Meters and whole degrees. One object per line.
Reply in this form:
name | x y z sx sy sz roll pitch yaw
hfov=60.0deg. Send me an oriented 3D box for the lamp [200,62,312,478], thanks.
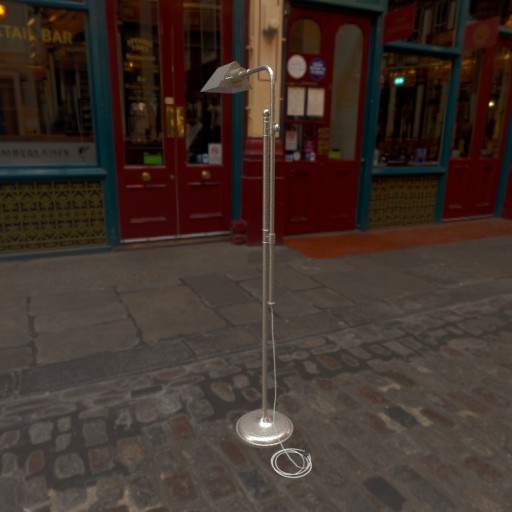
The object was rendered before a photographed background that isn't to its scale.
lamp | 0.000 0.000 1.867 0.256 1.571 0.813 -7 16 -25
